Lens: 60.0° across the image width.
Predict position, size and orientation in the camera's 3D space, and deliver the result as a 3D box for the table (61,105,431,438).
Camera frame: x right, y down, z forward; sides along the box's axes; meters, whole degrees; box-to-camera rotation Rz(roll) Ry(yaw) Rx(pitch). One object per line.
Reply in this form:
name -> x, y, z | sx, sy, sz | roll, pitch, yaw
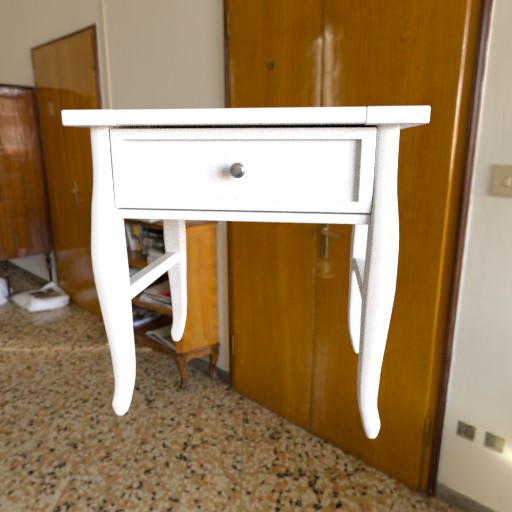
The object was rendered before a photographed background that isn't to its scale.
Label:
table -> 0.000, 0.000, 1.001 | 0.599, 0.605, 0.463 | 2, 14, 8
